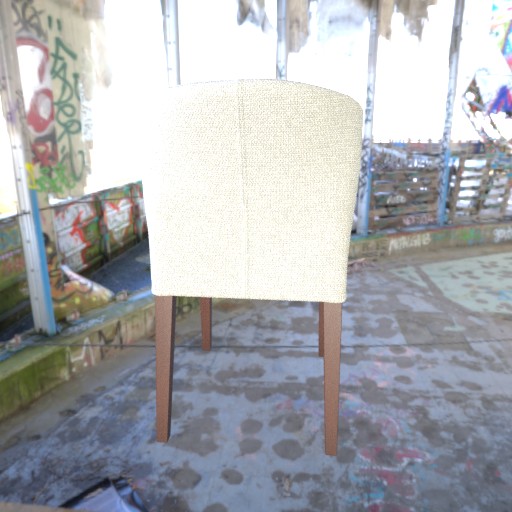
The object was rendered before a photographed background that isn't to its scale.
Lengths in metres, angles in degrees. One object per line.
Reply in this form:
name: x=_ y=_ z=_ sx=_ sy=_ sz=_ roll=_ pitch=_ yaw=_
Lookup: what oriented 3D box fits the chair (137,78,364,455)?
chair: x=0.000 y=0.000 z=1.200 sx=0.491 sy=0.839 sz=0.589 roll=2 pitch=16 yaw=6
